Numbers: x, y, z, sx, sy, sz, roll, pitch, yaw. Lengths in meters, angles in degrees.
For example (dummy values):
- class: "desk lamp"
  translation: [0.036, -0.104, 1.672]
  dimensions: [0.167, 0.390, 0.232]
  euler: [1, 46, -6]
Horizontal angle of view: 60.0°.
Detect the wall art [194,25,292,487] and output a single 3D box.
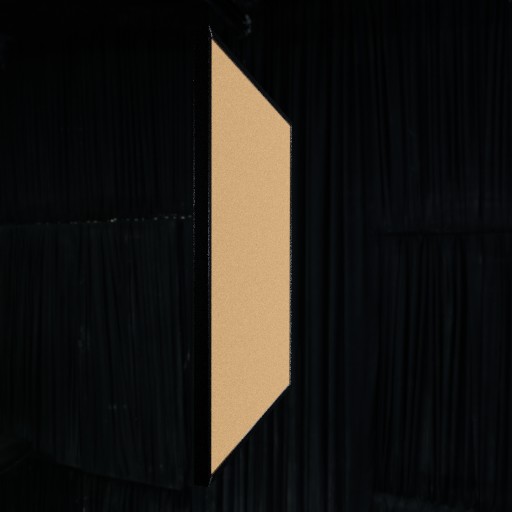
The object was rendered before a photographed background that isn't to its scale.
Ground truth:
- class: "wall art"
  translation: [0.000, 0.000, 1.406]
  dimensions: [0.040, 1.062, 0.805]
  euler: [0, 1, 18]
